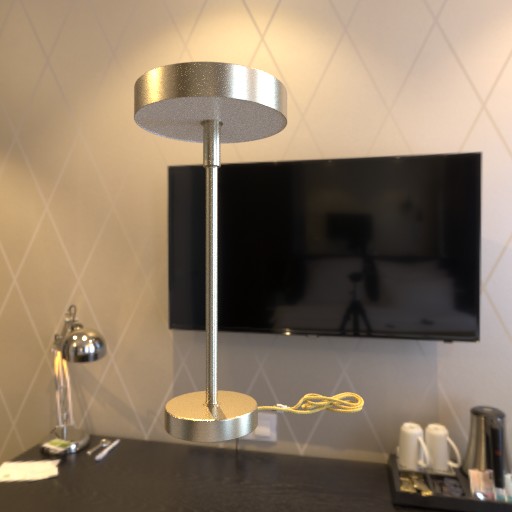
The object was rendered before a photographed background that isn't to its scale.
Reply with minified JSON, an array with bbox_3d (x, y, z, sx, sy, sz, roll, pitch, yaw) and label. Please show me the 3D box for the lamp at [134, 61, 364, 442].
[{"bbox_3d":[0.000,0.000,0.694,0.369,0.508,0.229,0,-1,-18],"label":"lamp"}]
